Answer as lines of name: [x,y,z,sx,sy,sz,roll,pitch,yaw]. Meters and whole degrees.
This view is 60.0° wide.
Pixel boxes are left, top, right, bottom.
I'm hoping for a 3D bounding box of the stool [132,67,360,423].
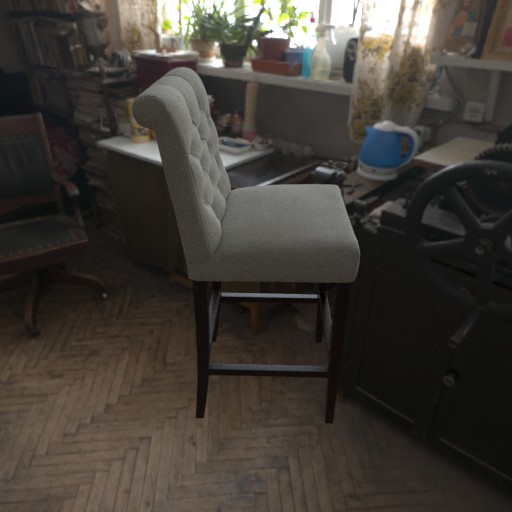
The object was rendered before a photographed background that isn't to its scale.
stool: [0.000,0.000,1.513,0.601,1.140,0.493,1,31,2]
